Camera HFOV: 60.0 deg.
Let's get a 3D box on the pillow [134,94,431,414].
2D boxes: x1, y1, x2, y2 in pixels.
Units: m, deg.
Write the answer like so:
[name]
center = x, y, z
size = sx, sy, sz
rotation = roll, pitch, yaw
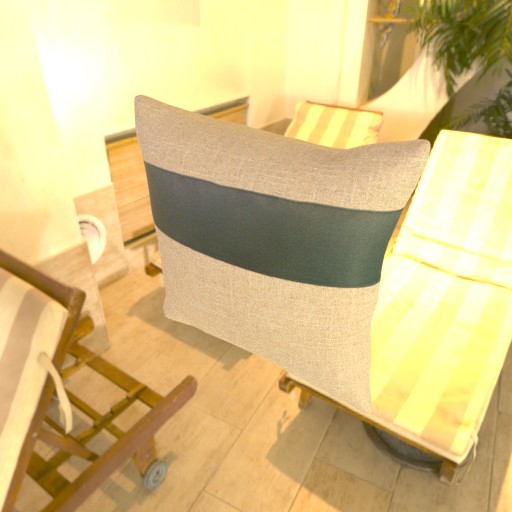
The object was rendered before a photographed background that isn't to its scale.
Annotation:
[pillow]
center = 0.000, 0.000, 0.634
size = 0.414, 0.399, 0.173
rotation = 19, 36, 29
